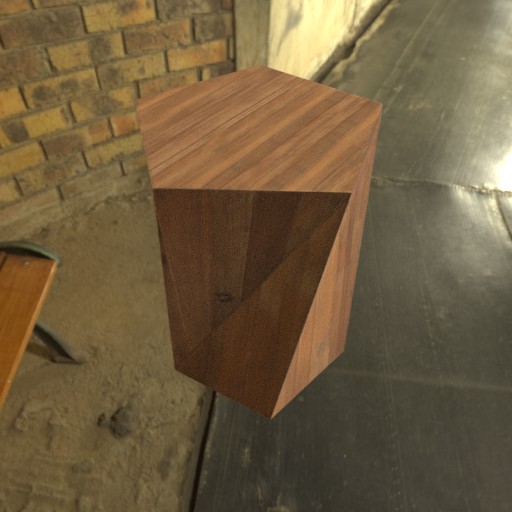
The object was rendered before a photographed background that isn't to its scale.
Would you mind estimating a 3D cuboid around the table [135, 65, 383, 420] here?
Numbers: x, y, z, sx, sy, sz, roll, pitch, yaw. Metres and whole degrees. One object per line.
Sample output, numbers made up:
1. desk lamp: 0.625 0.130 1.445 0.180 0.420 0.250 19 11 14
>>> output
1. table: 0.000 0.000 0.915 0.425 0.604 0.441 -24 50 -22
